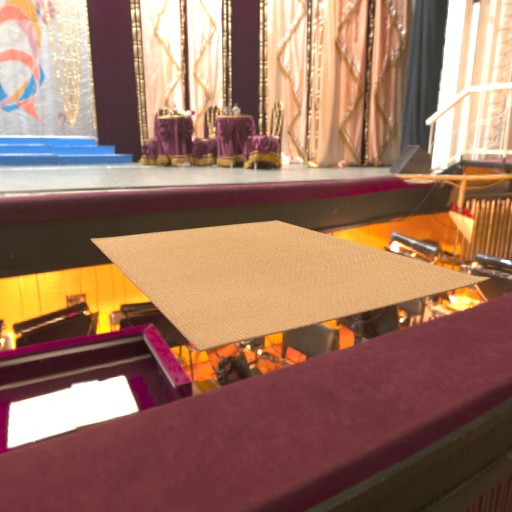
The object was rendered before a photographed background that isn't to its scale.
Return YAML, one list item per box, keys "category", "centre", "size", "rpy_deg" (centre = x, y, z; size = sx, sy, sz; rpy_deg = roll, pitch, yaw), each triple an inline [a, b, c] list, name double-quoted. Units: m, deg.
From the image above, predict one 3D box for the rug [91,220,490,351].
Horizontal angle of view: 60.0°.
- category: "rug"
  centre: [0.000, 0.000, 3.888]
  size: [2.277, 0.035, 2.897]
  rpy_deg: [-8, 17, -29]
